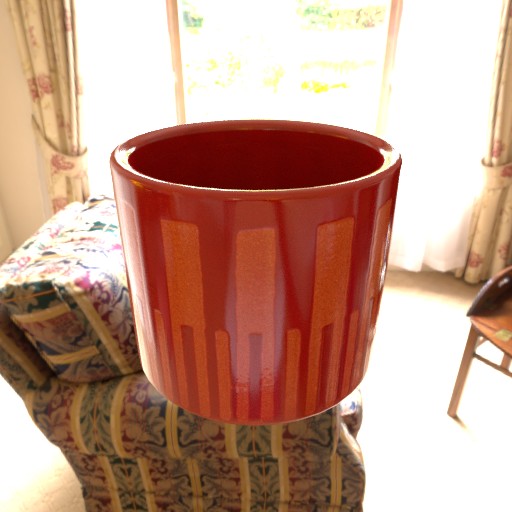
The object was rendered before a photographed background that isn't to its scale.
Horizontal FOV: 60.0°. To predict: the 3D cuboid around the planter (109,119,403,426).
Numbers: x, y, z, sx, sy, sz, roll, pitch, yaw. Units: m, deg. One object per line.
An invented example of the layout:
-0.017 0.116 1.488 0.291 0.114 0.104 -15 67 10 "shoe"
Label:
0.000 0.000 0.405 0.230 0.202 0.230 0 28 0 "planter"
